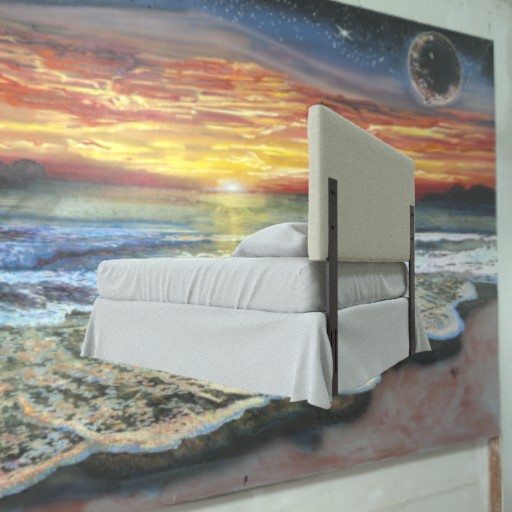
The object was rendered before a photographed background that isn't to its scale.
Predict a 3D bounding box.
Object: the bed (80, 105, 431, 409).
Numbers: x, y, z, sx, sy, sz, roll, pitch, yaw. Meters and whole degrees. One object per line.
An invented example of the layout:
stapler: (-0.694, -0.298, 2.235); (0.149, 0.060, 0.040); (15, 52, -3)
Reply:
bed: (0.000, 0.000, 3.581); (2.222, 1.577, 1.936); (-1, -1, 36)
